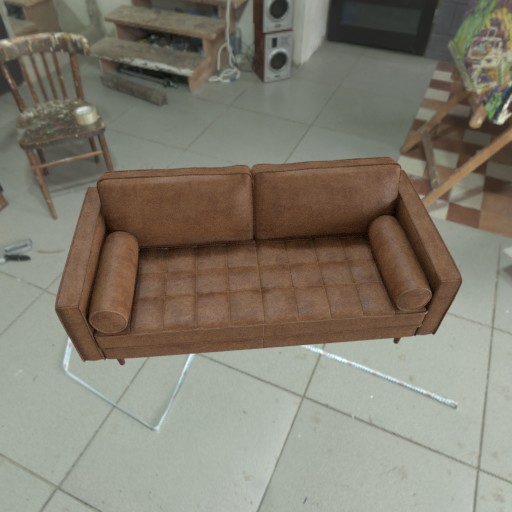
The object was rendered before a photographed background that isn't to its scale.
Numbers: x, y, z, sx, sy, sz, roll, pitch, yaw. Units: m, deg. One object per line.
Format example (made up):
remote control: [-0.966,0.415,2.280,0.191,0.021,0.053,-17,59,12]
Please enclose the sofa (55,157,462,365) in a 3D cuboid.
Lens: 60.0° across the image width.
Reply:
sofa: [0.000,0.000,2.483,1.920,0.825,0.924,-4,47,-4]
